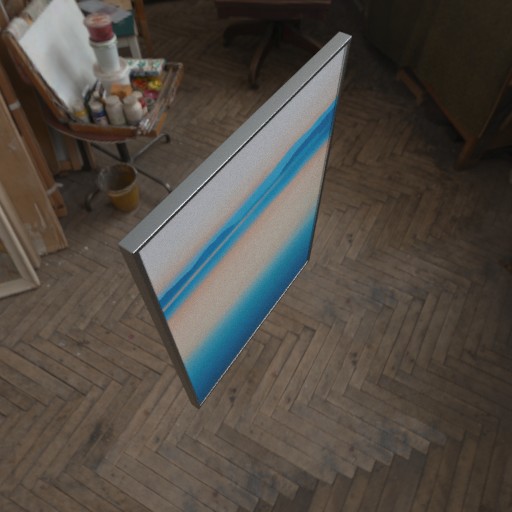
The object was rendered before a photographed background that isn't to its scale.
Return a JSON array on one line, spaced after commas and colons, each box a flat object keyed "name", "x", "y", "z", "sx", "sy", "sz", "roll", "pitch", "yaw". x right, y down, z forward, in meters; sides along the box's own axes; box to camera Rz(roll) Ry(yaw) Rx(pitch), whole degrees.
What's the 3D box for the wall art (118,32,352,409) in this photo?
[{"name": "wall art", "x": 0.000, "y": 0.000, "z": 1.392, "sx": 0.037, "sy": 1.062, "sz": 0.801, "roll": 30, "pitch": 62, "yaw": 18}]
